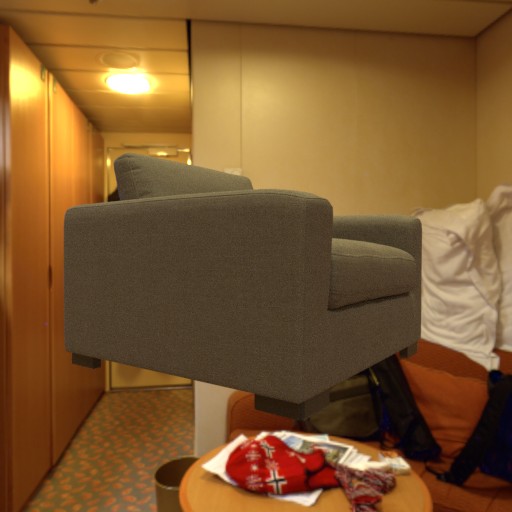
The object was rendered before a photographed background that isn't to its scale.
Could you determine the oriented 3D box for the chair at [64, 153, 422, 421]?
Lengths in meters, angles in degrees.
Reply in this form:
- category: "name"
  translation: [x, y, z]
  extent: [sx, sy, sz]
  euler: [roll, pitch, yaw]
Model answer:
- category: "chair"
  translation: [0.000, 0.000, 1.841]
  extent: [1.100, 0.847, 1.070]
  euler: [0, 0, 36]
